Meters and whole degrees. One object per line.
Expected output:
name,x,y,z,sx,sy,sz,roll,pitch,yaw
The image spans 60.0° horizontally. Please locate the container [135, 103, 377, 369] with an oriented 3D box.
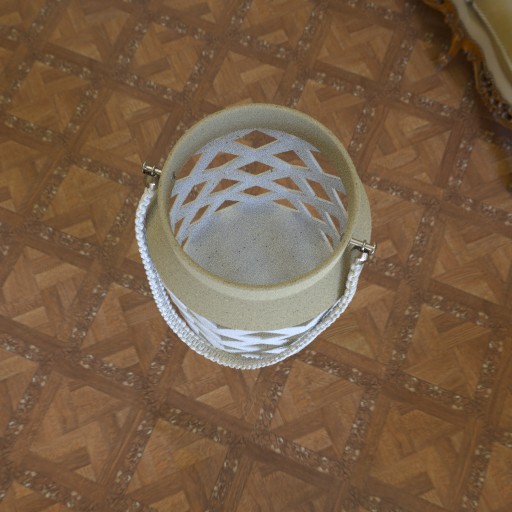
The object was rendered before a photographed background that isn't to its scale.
container,0.000,0.000,0.345,0.163,0.229,0.172,20,76,5
